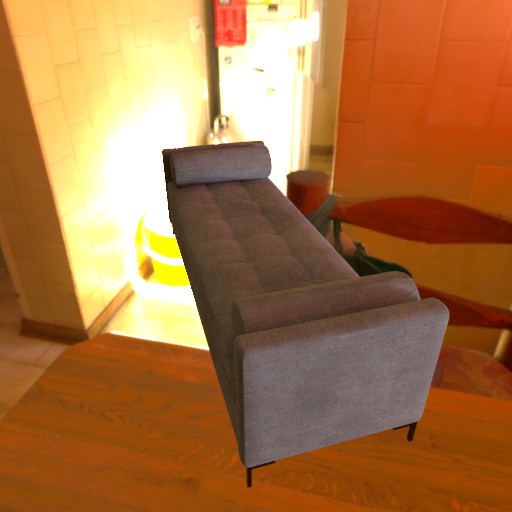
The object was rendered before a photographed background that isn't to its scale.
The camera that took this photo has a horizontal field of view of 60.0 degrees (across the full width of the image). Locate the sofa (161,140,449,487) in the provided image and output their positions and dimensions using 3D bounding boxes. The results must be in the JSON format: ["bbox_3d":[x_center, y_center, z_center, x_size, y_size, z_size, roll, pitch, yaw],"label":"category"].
[{"bbox_3d":[0.000,0.000,2.259,0.686,0.635,1.981,-9,31,-14],"label":"sofa"}]
